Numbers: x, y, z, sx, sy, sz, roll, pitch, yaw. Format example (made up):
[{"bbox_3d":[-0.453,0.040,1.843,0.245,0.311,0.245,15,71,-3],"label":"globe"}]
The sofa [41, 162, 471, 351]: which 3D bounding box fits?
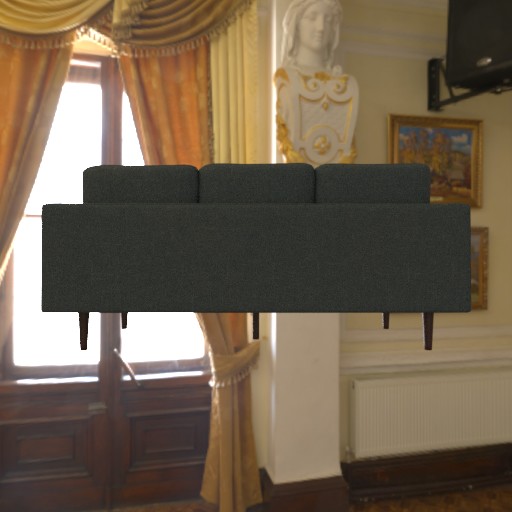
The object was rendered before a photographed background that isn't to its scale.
[{"bbox_3d":[0.000,0.000,2.535,2.013,0.945,0.935,0,-1,0],"label":"sofa"}]
